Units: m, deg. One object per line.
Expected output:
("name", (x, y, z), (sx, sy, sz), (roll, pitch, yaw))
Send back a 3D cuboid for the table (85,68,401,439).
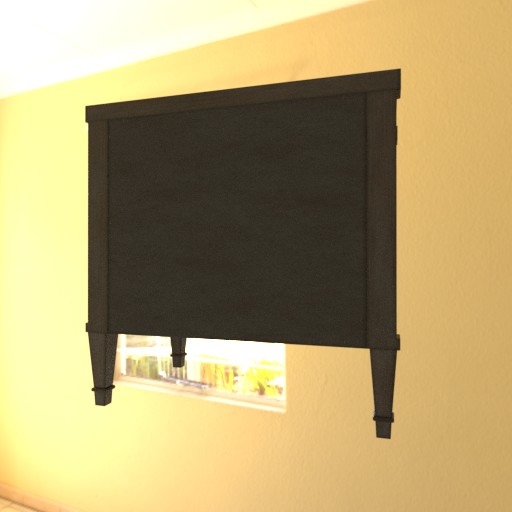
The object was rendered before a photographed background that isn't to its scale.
("table", (0.000, 0.000, 1.073), (0.660, 0.660, 0.413), (0, 0, 17))
